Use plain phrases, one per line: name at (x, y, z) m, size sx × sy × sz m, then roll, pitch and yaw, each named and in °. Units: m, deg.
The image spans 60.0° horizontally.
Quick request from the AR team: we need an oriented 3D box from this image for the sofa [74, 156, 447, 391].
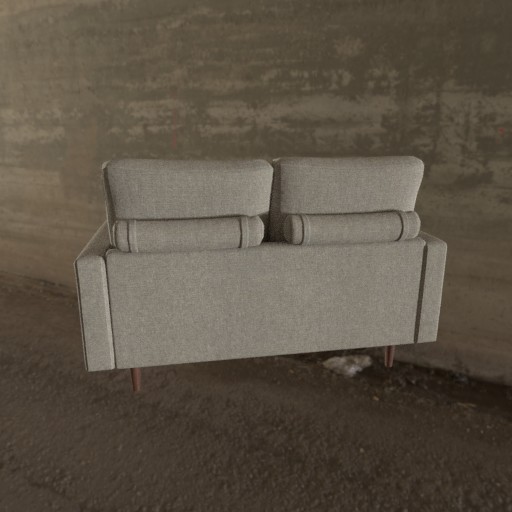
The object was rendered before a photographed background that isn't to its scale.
sofa at (0.000, 0.000, 2.019) m, size 1.407 × 0.907 × 0.842 m, roll -3°, pitch 16°, yaw -10°
